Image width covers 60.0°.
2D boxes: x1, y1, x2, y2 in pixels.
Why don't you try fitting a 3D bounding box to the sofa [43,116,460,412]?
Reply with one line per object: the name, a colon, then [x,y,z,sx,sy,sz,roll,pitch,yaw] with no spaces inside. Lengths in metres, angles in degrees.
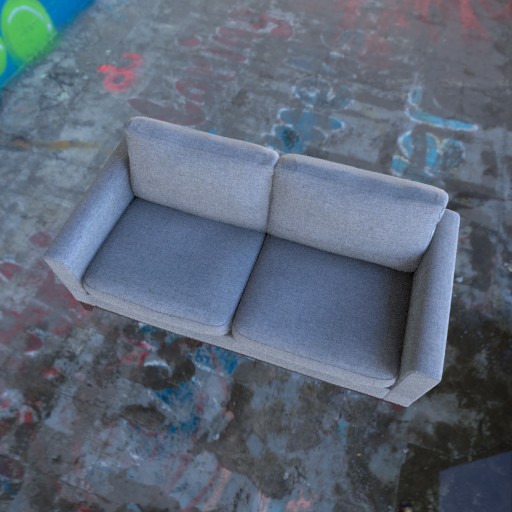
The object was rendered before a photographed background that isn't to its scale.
sofa: [0.000,0.000,2.405,1.978,0.892,0.969,16,60,9]
